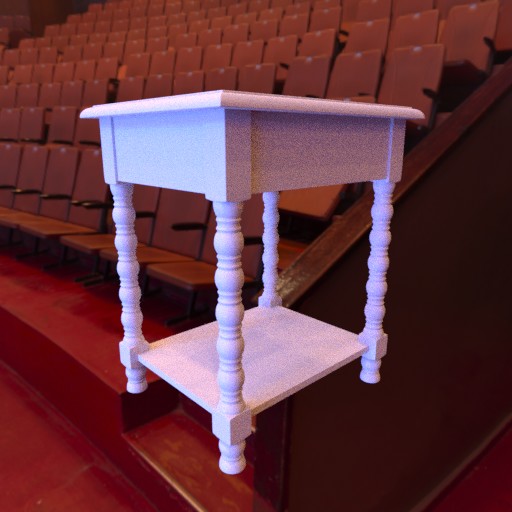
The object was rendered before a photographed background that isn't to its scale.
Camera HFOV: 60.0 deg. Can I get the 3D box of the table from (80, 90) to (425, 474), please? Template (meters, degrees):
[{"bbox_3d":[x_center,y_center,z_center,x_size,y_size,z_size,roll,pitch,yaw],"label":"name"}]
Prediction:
[{"bbox_3d":[0.000,0.000,0.829,0.460,0.531,0.381,-13,20,-41],"label":"table"}]
